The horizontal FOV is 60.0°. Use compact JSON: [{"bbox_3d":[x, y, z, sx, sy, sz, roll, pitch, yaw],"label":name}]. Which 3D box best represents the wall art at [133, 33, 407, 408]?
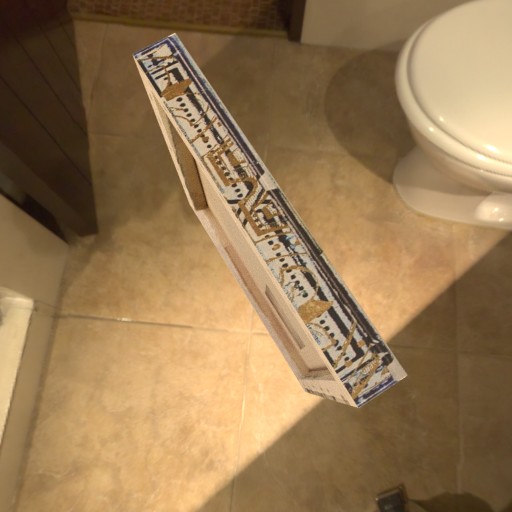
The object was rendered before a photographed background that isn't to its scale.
[{"bbox_3d":[0.000,0.000,0.455,0.038,0.306,0.302,-31,77,-8],"label":"wall art"}]
